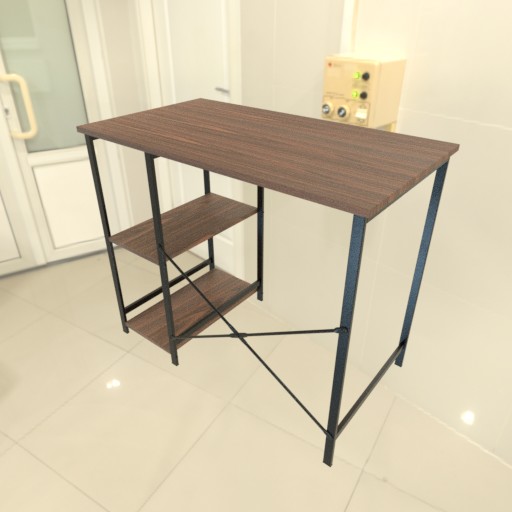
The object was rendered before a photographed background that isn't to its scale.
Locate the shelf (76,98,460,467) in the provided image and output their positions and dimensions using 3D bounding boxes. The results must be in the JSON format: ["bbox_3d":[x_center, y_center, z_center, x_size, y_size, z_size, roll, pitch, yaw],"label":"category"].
[{"bbox_3d":[0.000,0.000,1.369,0.902,0.750,0.498,22,37,32],"label":"shelf"}]
